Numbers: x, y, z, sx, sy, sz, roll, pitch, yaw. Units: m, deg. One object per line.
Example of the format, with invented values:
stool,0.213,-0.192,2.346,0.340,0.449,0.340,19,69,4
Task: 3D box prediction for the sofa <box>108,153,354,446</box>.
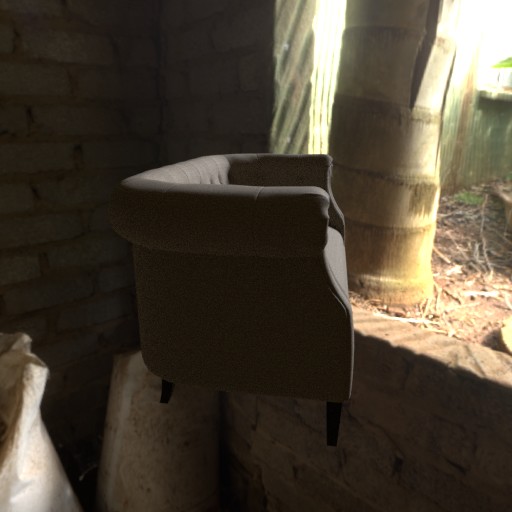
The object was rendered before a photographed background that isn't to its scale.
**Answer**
sofa,0.000,0.000,2.007,0.835,0.827,1.558,3,17,9
